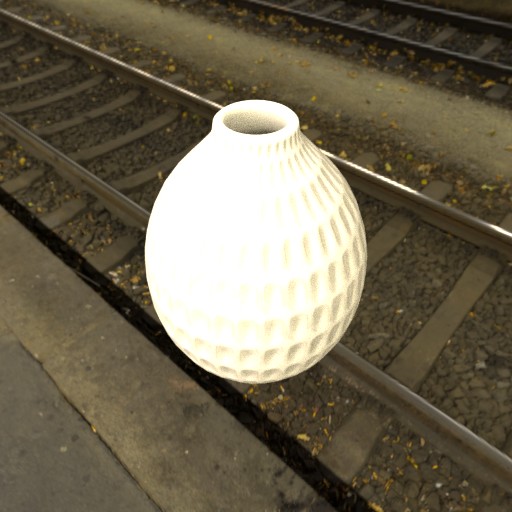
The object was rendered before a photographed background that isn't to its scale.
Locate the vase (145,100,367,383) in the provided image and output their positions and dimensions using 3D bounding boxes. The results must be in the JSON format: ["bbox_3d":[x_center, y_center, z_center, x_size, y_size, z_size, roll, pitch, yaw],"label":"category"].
[{"bbox_3d":[0.000,0.000,0.332,0.162,0.223,0.162,0,44,0],"label":"vase"}]
